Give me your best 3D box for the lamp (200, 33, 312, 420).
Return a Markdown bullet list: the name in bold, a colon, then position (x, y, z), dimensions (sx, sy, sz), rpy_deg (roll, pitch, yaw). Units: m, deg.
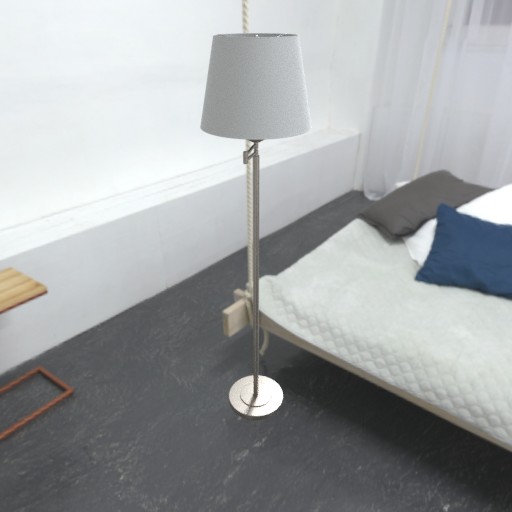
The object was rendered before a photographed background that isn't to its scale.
- **lamp**: position (0.000, 0.000, 1.650), dimensions (0.355, 1.473, 0.355), rpy_deg (0, 29, 0)
